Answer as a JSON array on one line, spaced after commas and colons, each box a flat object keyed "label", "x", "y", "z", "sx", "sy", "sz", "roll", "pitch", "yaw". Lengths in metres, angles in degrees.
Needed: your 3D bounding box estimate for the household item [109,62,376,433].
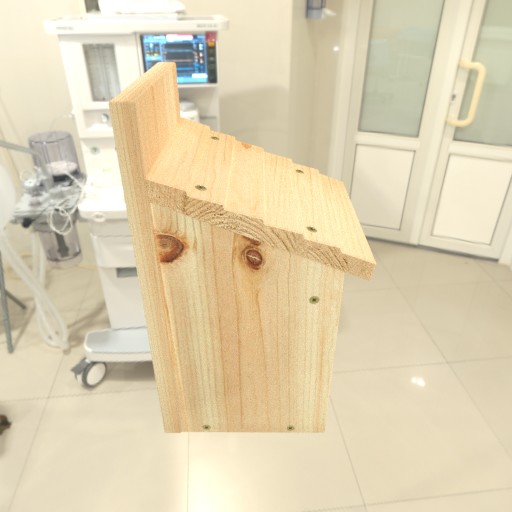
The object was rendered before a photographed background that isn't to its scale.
[{"label": "household item", "x": 0.000, "y": 0.000, "z": 0.397, "sx": 0.171, "sy": 0.300, "sz": 0.149, "roll": 0, "pitch": 32, "yaw": 0}]
